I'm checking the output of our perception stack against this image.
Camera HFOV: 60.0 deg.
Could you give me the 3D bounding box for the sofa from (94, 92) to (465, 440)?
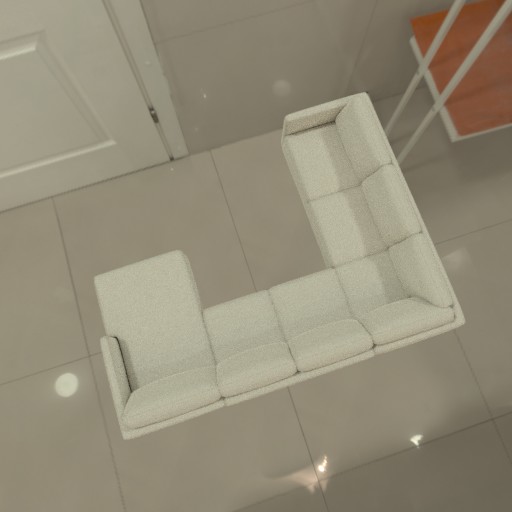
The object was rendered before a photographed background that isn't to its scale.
[{"bbox_3d":[0.000,0.000,4.437,3.238,0.853,2.551,-18,77,-4],"label":"sofa"}]
